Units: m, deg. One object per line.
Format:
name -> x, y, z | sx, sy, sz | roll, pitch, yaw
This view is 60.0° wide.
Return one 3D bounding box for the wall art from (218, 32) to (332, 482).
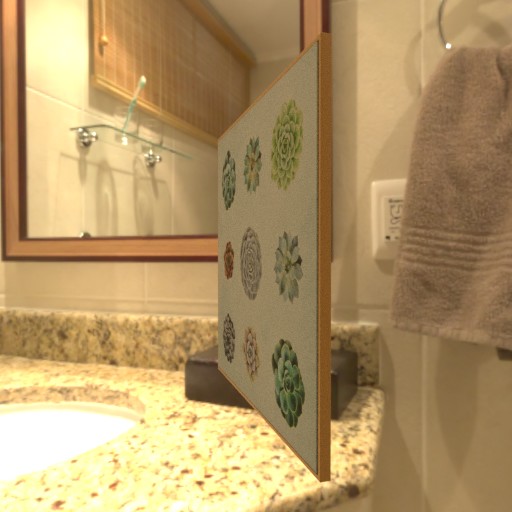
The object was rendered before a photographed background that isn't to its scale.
wall art -> 0.000, 0.000, 0.666 | 0.013, 0.455, 0.457 | 0, 1, -18
